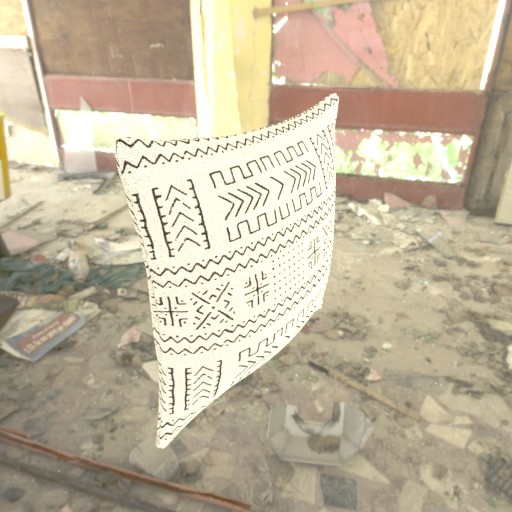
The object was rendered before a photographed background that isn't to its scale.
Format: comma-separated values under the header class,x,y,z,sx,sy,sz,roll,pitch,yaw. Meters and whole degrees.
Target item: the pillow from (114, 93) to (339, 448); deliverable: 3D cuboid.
class,x,y,z,sx,sy,sz,roll,pitch,yaw
pillow,0.000,0.000,0.668,0.164,0.430,0.438,20,34,33
